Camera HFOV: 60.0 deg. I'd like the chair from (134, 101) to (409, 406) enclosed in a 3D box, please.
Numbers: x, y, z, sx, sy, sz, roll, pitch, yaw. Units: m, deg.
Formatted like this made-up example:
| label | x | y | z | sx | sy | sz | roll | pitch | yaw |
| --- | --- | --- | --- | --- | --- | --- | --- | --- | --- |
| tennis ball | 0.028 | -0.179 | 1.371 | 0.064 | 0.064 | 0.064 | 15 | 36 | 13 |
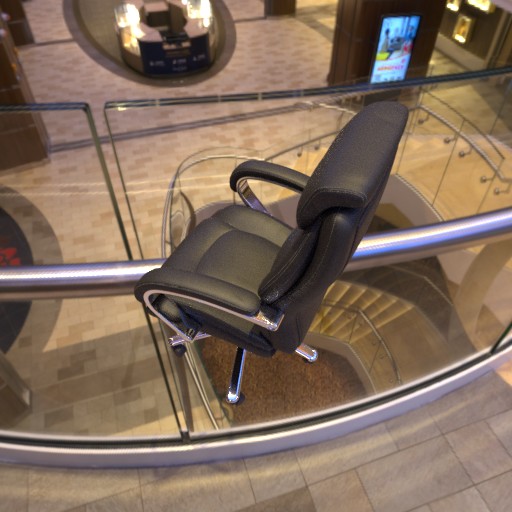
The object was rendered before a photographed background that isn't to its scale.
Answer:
| label | x | y | z | sx | sy | sz | roll | pitch | yaw |
| --- | --- | --- | --- | --- | --- | --- | --- | --- | --- |
| chair | 0.000 | 0.000 | 1.668 | 0.790 | 1.183 | 0.755 | 19 | 49 | 17 |
